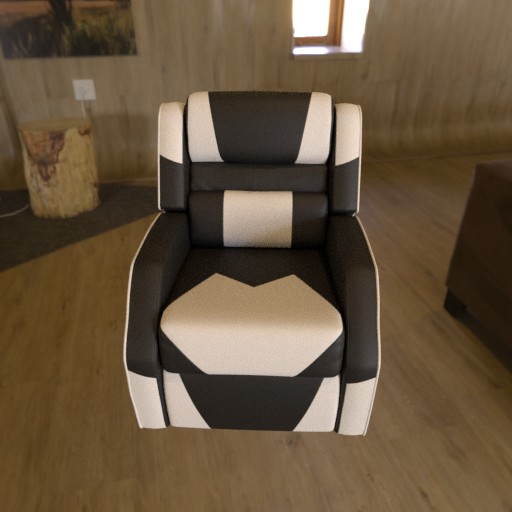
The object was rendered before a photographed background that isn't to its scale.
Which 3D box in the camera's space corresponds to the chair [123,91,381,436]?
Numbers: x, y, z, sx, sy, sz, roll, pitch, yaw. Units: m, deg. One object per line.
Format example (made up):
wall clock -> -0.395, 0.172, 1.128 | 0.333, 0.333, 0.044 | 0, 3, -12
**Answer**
chair -> 0.000, 0.000, 1.274 | 0.620, 0.805, 0.672 | 1, 30, 2
